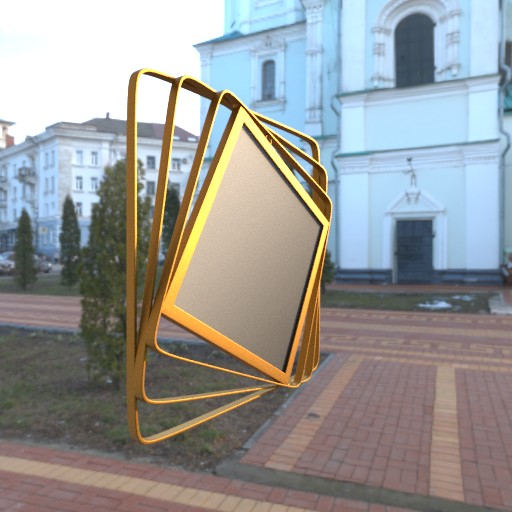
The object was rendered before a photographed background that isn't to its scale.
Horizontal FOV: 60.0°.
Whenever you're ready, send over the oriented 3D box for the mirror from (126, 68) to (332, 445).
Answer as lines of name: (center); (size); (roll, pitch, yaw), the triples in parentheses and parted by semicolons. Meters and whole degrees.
mirror: (0.000, 0.000, 0.704); (0.045, 0.468, 0.470); (0, 0, 36)
